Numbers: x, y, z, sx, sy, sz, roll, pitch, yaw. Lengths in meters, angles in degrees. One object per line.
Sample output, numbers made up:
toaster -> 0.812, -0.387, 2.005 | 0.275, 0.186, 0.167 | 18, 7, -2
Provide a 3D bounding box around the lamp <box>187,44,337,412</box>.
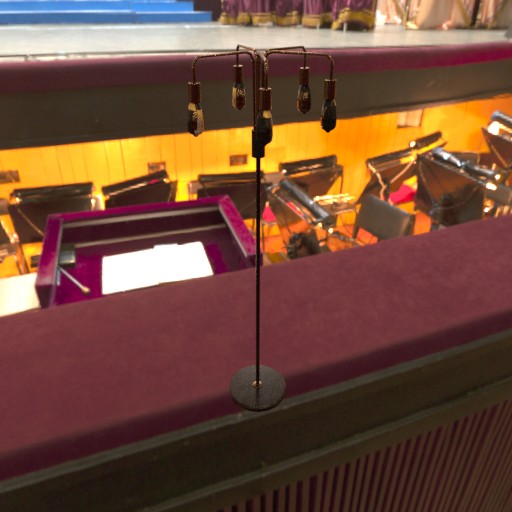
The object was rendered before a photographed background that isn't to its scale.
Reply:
lamp -> 0.000, 0.000, 2.029 | 0.572, 1.721, 0.599 | -10, 32, -17
